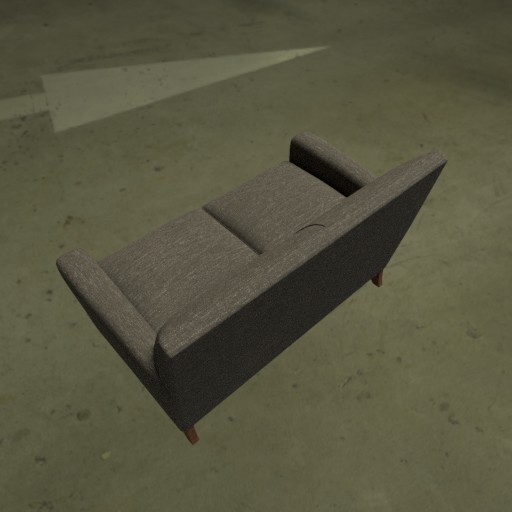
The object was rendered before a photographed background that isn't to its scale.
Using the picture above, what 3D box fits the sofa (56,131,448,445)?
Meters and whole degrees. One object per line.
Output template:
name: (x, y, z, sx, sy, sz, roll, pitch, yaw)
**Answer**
sofa: (0.000, 0.000, 2.085, 1.509, 0.905, 0.867, -33, 55, -28)
